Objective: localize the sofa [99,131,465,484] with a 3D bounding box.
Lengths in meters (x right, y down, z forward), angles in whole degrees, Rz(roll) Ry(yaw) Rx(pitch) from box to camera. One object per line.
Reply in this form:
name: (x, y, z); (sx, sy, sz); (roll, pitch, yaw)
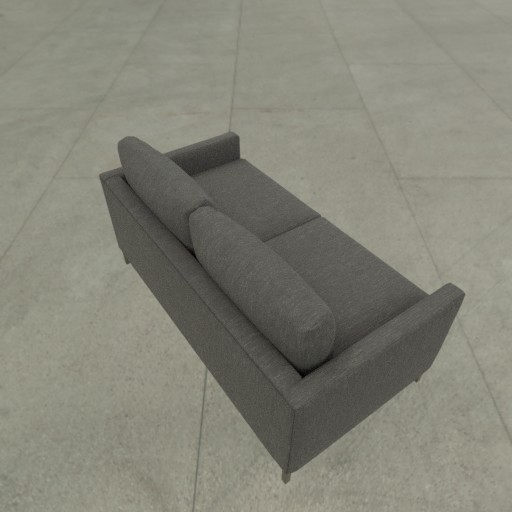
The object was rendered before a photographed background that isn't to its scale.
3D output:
sofa: (0.000, 0.000, 2.157); (0.875, 0.840, 1.682); (-26, 48, -25)
